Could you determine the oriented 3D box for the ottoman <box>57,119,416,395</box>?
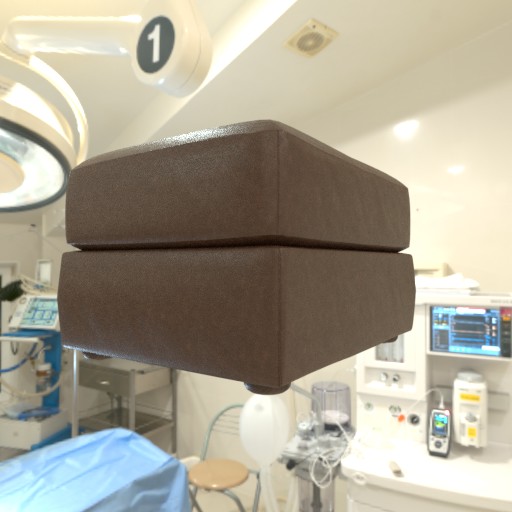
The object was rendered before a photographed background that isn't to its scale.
[{"bbox_3d":[0.000,0.000,1.126,0.603,0.476,0.751,-1,-1,35],"label":"ottoman"}]
